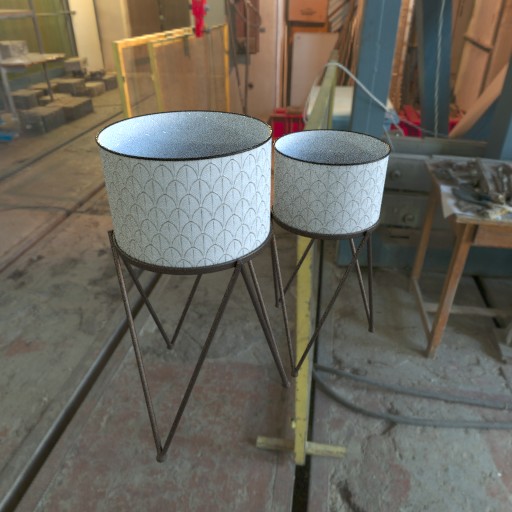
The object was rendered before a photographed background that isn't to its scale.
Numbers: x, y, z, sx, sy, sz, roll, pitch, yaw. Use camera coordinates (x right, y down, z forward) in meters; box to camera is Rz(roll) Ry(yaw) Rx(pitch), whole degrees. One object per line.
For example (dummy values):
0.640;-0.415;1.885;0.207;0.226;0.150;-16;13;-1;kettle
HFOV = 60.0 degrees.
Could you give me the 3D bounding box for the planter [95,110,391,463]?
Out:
0.000;0.000;1.138;0.769;0.712;0.413;-21;37;-30;planter
